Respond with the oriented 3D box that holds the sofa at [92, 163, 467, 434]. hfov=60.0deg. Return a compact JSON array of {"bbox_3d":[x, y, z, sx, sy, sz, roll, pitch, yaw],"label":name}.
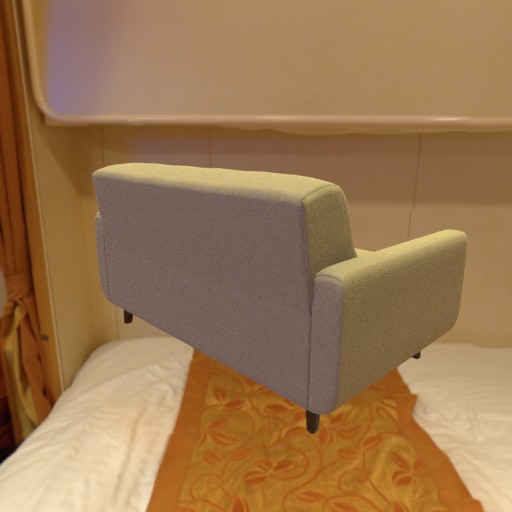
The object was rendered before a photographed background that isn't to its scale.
[{"bbox_3d":[0.000,0.000,2.193,0.980,0.892,1.655,-14,20,-42],"label":"sofa"}]
